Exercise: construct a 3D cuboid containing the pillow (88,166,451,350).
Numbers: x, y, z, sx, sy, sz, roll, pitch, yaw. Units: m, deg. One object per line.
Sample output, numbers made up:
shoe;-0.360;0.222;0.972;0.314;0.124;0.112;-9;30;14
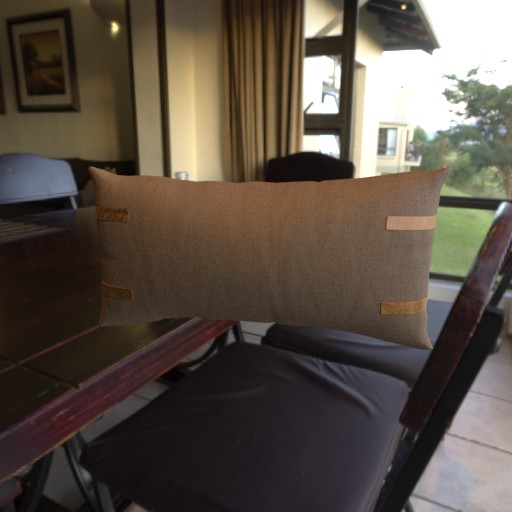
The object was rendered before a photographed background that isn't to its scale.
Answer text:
pillow;0.000;0.000;0.765;0.612;0.308;0.148;2;15;9
